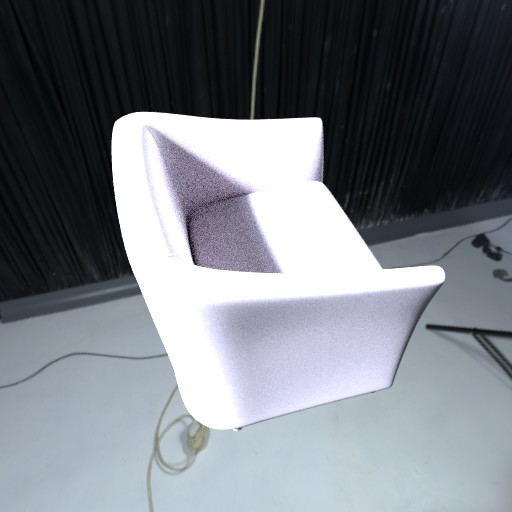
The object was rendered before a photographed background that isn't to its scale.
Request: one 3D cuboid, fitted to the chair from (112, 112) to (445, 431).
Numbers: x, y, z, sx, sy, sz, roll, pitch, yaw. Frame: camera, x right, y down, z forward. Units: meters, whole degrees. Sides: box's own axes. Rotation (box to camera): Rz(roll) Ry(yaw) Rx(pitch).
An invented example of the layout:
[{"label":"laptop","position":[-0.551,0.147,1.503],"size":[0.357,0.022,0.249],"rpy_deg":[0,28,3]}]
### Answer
[{"label":"chair","position":[0.000,0.000,1.356],"size":[0.700,0.720,0.790],"rpy_deg":[-11,46,-11]}]
